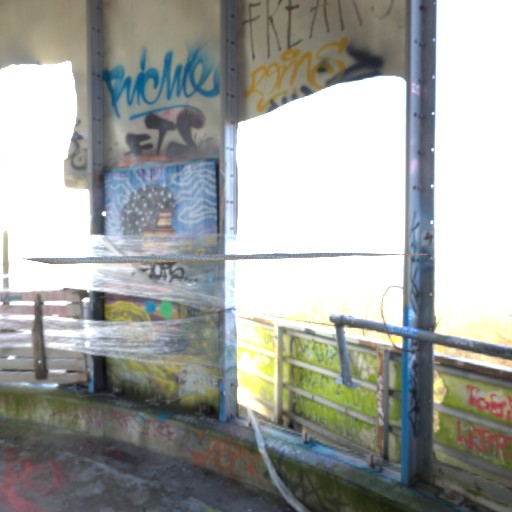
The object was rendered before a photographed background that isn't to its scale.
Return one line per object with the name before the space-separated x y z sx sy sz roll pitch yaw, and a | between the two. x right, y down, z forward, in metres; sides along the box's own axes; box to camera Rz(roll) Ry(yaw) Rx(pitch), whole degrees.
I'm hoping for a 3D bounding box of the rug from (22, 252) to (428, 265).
rug | 0.000 0.000 2.533 2.294 0.014 0.704 -1 2 -36
